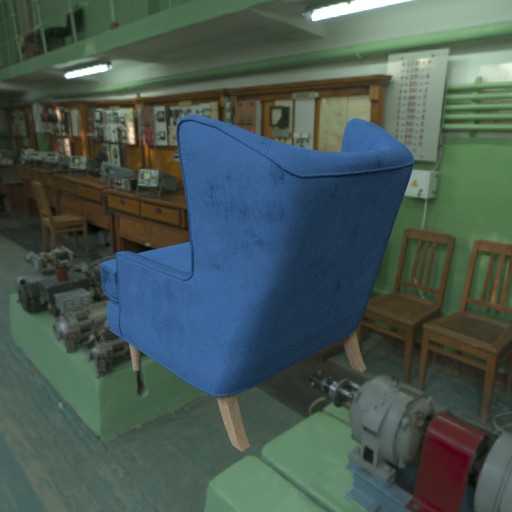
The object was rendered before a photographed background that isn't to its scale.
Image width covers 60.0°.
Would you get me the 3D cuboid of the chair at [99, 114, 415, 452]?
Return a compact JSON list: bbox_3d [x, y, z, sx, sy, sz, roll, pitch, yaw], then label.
[{"bbox_3d":[0.000,0.000,1.593,0.793,0.952,0.910,-15,22,-42],"label":"chair"}]
